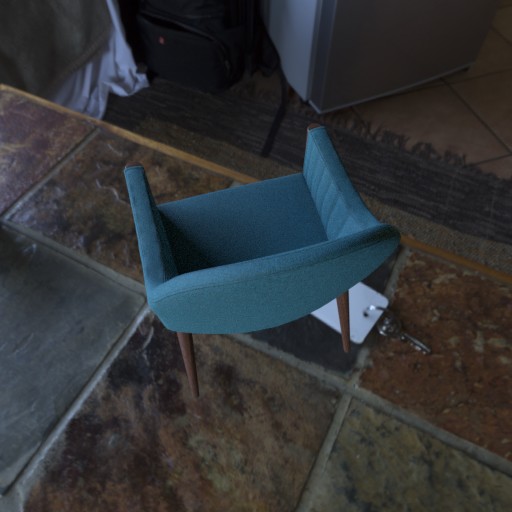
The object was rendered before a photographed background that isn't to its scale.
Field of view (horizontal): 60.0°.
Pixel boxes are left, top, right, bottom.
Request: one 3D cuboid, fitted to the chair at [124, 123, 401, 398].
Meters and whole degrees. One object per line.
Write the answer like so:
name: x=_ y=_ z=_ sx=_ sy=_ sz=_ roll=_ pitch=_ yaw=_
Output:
chair: x=0.000 y=0.000 z=1.348 sx=0.656 sy=0.907 sz=0.652 roll=-14 pitch=59 yaw=-9
